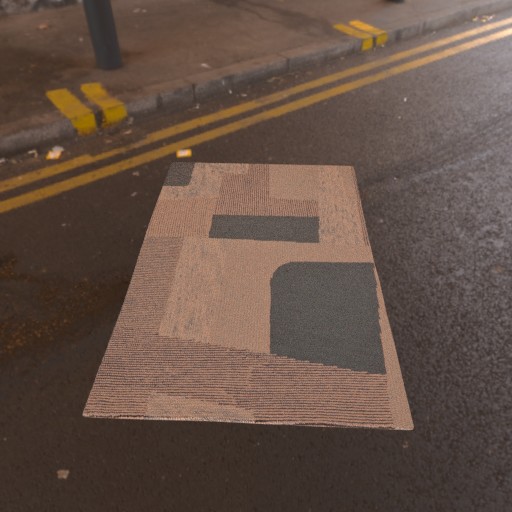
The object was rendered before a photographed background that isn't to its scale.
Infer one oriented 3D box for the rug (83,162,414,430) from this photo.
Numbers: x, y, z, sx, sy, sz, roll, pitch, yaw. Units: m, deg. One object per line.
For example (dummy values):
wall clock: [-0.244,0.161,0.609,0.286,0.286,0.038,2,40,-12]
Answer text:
rug: [0.000,0.000,2.327,1.238,0.020,1.847,2,42,2]
